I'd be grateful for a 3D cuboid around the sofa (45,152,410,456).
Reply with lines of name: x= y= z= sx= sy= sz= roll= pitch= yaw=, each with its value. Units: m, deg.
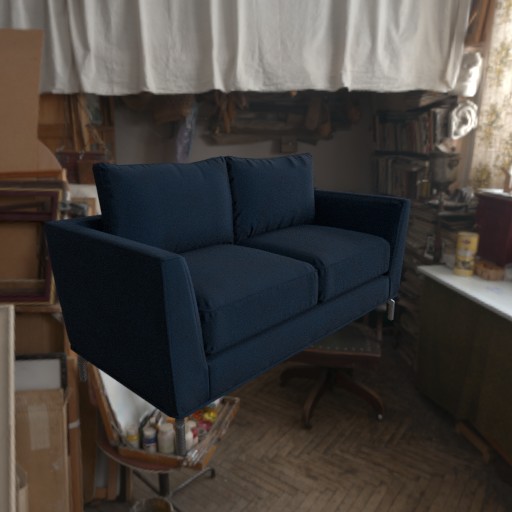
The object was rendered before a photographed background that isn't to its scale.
sofa: x=0.000 y=0.000 z=2.299 sx=0.853 sy=1.002 sz=1.770 roll=14 pitch=20 yaw=41
